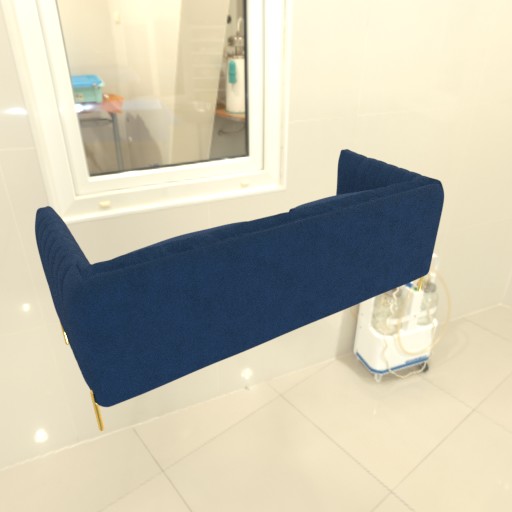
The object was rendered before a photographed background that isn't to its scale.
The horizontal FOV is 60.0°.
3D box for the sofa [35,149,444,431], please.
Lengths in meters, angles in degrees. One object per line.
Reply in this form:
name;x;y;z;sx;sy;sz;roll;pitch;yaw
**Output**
sofa;0.000;0.000;2.542;2.136;0.793;0.896;-17;33;-28
